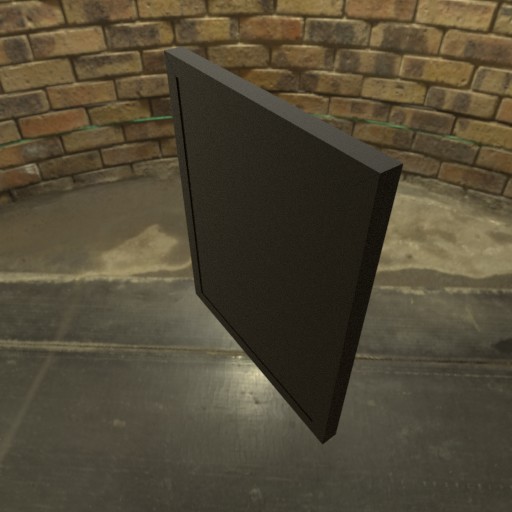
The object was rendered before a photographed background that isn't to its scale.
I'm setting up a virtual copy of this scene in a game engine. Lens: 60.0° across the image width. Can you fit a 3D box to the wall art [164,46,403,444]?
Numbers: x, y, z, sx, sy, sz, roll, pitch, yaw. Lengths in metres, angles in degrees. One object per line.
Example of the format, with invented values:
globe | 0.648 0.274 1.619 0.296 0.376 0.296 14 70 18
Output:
wall art | 0.000 0.000 0.756 0.033 0.559 0.457 -25 48 -26
